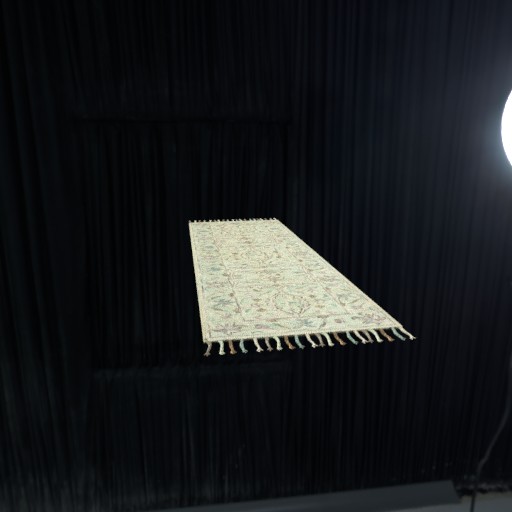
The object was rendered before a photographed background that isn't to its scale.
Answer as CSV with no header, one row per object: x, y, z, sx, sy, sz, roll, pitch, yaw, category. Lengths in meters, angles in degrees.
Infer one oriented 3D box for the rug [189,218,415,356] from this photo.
0.000,0.000,2.706,0.769,0.013,2.440,-3,15,-9,rug
